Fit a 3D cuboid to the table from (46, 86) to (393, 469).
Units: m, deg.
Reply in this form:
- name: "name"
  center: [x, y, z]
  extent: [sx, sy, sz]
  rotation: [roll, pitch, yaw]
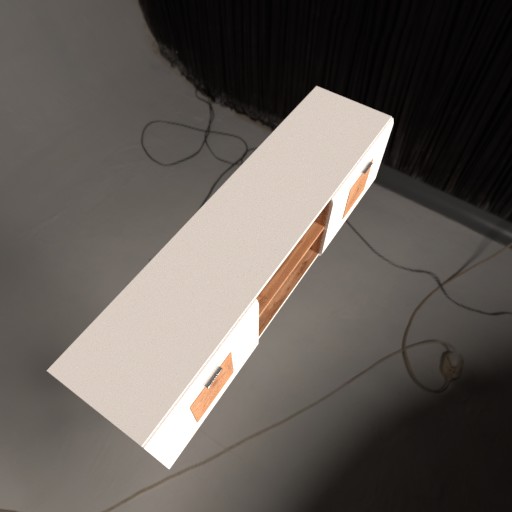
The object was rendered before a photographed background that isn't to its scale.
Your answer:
- name: "table"
  center: [0.000, 0.000, 1.739]
  extent: [0.400, 0.440, 1.550]
  rotation: [30, 62, 18]
